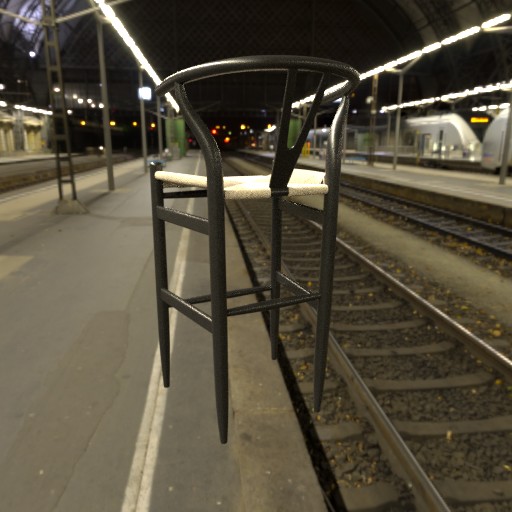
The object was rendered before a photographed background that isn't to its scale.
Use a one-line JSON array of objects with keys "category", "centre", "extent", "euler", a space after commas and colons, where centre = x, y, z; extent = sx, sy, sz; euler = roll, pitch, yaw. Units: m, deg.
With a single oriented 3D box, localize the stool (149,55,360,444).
[{"category": "stool", "centre": [0.000, 0.000, 1.391], "extent": [0.569, 1.072, 0.579], "euler": [-7, 16, -27]}]
